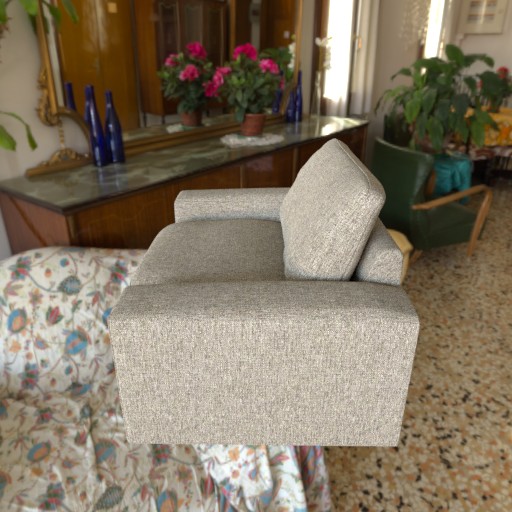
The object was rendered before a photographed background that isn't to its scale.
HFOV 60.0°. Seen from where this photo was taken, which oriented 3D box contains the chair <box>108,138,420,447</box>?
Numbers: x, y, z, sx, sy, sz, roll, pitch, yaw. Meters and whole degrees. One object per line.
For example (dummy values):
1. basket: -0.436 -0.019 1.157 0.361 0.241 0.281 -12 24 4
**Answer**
1. chair: 0.000 0.000 2.040 1.039 0.915 1.398 0 25 1
